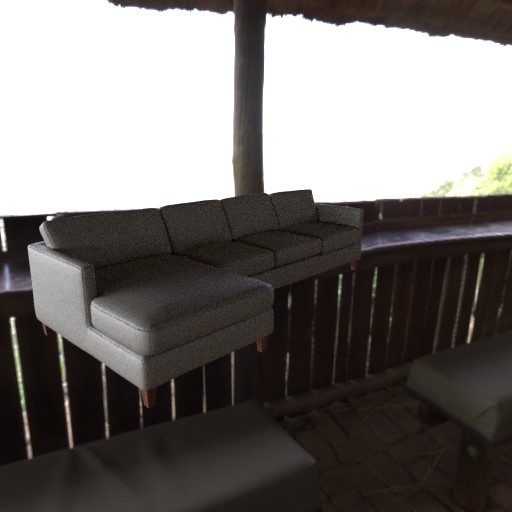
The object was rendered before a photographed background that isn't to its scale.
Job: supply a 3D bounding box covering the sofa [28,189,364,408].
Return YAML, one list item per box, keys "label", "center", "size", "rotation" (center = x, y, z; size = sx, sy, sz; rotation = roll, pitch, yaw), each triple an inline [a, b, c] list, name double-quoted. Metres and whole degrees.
- label: "sofa"
  center: [0.000, 0.000, 3.801]
  size: [1.502, 0.876, 3.201]
  rotation: [14, 20, 42]
